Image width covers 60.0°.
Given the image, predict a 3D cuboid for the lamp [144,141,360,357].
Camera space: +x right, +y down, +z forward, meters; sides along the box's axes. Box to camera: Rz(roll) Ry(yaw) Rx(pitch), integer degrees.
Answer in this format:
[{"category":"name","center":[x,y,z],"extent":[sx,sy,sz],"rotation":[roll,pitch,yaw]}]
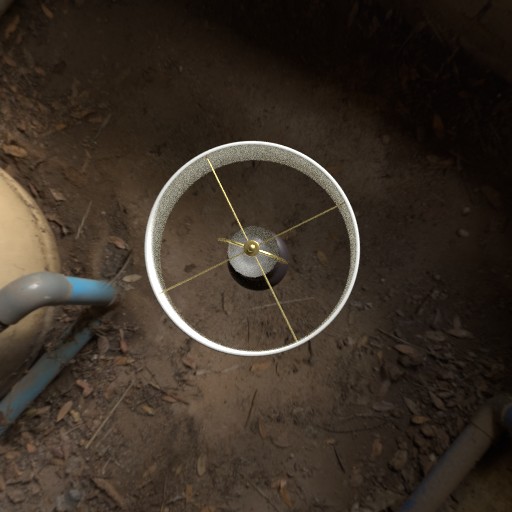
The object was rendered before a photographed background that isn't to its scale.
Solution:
[{"category":"lamp","center":[0.000,0.000,0.831],"extent":[0.335,0.611,0.335],"rotation":[0,88,1]}]
